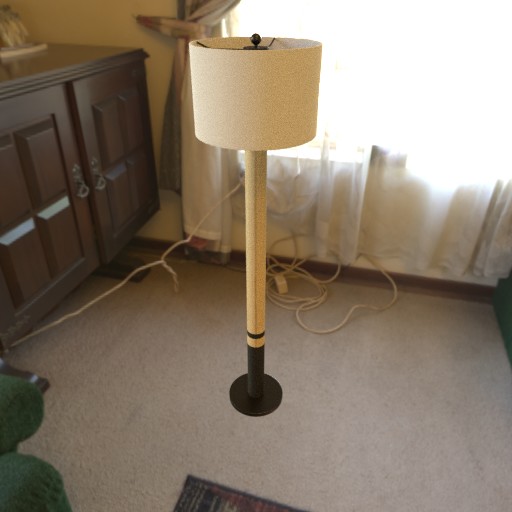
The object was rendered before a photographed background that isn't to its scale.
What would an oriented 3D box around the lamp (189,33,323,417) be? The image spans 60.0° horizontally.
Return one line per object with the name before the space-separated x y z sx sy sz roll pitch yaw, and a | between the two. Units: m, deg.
lamp | 0.000 0.000 1.639 0.381 1.478 0.381 0 31 -1
